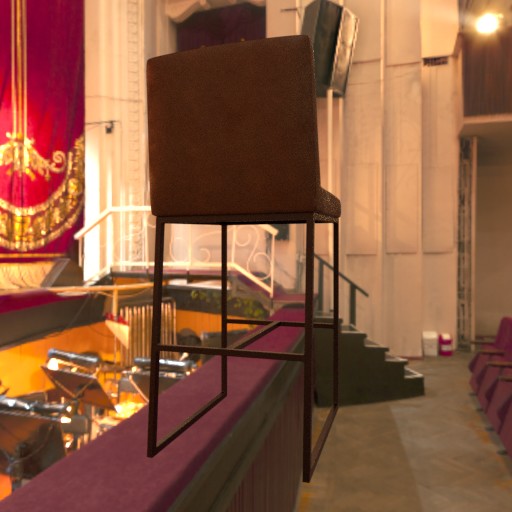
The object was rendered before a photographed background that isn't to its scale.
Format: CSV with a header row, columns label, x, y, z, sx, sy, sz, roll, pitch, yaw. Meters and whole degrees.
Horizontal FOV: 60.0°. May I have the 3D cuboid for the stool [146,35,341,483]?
label,x,y,z,sx,sy,sz,roll,pitch,yaw
stool,0.000,0.000,1.361,0.463,1.065,0.562,0,0,18
